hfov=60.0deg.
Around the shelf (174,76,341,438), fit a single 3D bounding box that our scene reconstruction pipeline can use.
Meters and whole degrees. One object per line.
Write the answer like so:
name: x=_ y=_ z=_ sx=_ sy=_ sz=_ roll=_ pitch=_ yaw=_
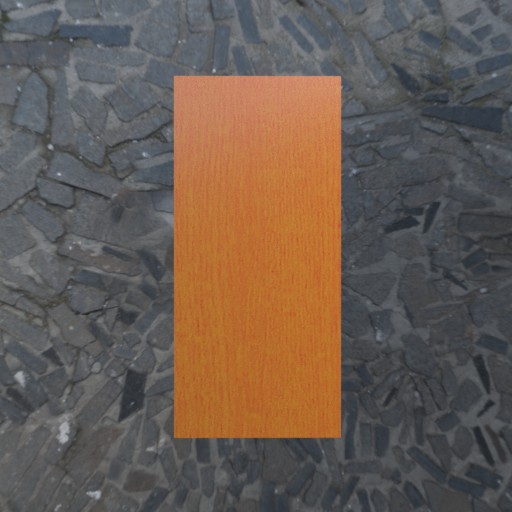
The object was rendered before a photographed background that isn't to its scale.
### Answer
shelf: x=0.000 y=0.000 z=1.342 sx=0.305 sy=1.067 sz=0.660 roll=0 pitch=90 yaw=0
